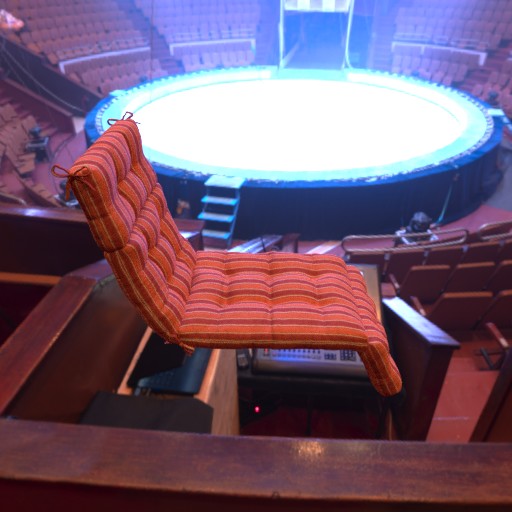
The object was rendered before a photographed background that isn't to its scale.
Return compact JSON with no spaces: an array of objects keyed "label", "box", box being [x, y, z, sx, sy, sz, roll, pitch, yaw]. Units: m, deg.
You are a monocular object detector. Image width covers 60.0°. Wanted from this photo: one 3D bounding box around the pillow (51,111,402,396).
[{"label":"pillow","box":[0.000,0.000,1.518,1.016,0.863,0.526,0,32,0]}]
